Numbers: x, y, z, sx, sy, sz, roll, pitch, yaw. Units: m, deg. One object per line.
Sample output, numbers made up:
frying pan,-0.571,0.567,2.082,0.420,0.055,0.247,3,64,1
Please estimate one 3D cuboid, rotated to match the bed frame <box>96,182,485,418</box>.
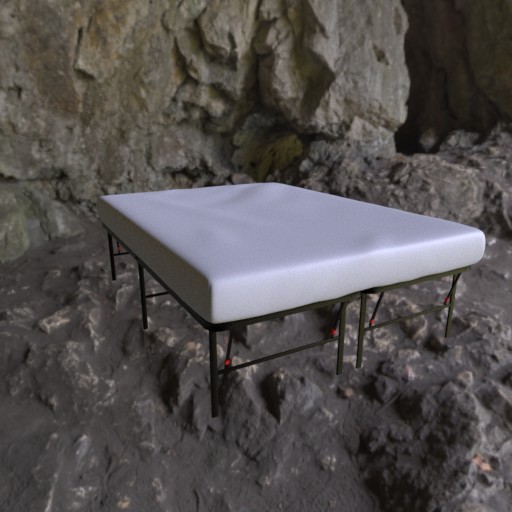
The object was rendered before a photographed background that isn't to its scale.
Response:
bed frame,0.000,0.000,2.855,1.584,0.667,2.151,-9,19,-28
